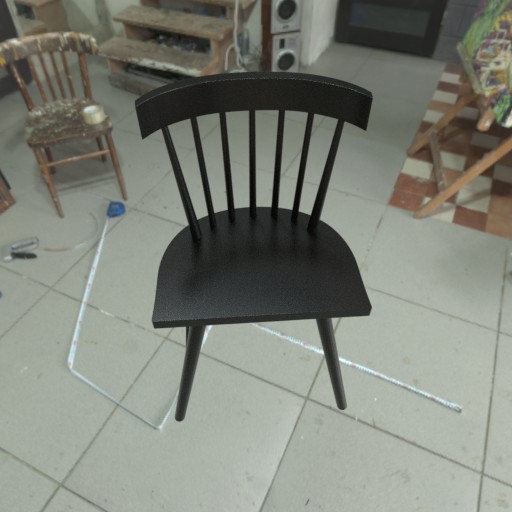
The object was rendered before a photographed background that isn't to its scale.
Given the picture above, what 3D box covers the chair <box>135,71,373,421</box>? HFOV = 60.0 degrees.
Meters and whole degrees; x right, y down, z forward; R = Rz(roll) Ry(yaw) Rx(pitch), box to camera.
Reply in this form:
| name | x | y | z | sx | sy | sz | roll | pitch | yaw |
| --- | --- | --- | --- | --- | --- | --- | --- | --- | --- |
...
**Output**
| name | x | y | z | sx | sy | sz | roll | pitch | yaw |
| --- | --- | --- | --- | --- | --- | --- | --- | --- | --- |
| chair | 0.000 | 0.000 | 1.149 | 0.506 | 0.844 | 0.483 | -3 | 46 | -3 |
